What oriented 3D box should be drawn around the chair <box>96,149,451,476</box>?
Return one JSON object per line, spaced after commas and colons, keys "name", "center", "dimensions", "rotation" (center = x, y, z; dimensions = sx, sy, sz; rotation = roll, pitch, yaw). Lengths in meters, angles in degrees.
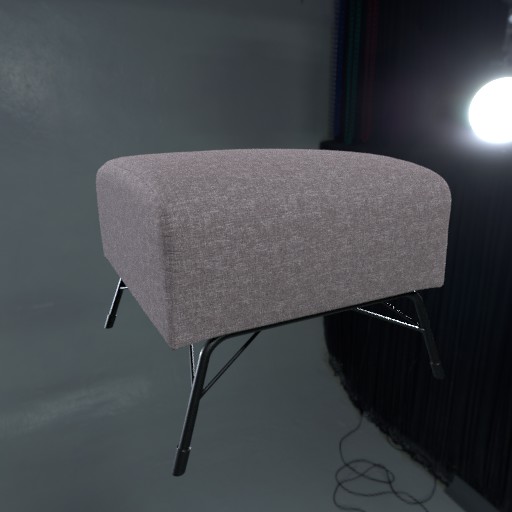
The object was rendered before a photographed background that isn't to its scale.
{"name": "chair", "center": [0.000, 0.000, 0.879], "dimensions": [0.530, 0.410, 0.530], "rotation": [-9, 18, -27]}
